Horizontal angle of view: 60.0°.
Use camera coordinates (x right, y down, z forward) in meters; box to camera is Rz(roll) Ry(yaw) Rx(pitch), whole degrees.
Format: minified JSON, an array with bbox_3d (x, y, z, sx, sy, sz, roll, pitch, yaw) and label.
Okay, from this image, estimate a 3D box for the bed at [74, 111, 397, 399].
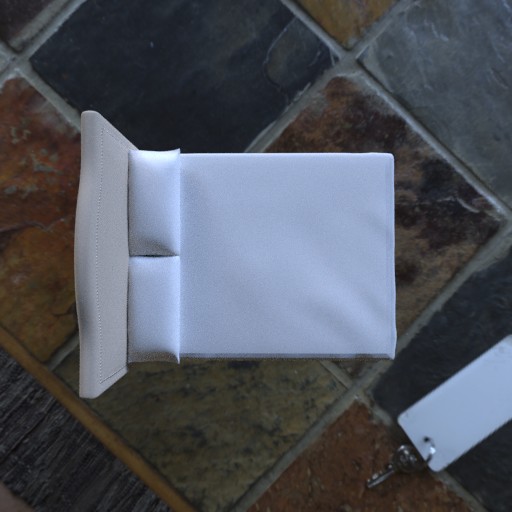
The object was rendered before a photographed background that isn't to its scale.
[{"bbox_3d":[0.000,0.000,3.154,2.052,1.398,1.678,0,89,1],"label":"bed"}]
